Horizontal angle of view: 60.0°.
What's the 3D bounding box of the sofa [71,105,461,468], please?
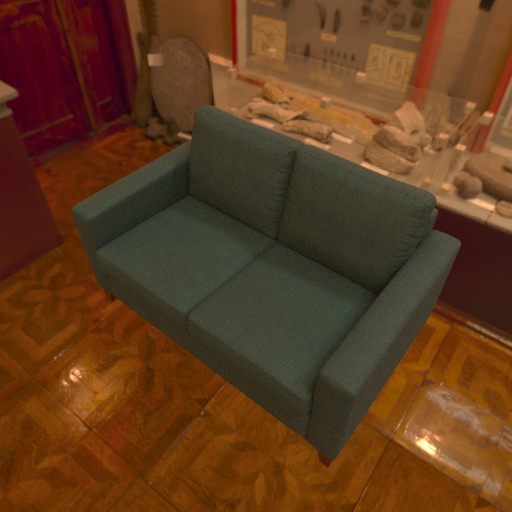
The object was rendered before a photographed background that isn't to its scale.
[{"bbox_3d":[0.000,0.000,2.066,1.489,0.903,0.955,29,52,27],"label":"sofa"}]
